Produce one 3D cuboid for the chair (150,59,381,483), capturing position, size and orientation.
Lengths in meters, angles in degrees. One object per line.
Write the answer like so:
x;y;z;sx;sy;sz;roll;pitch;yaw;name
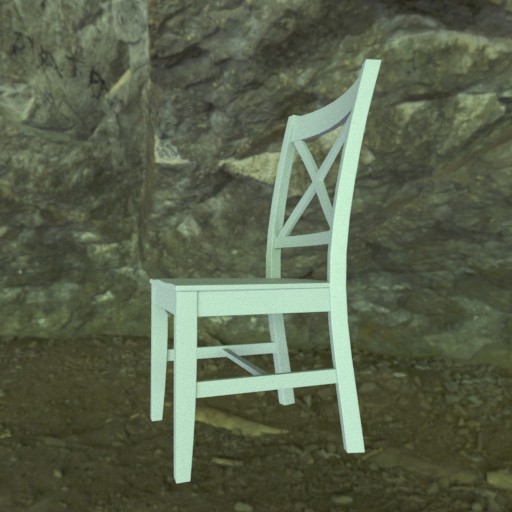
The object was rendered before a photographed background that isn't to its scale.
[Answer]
0.000;0.000;1.247;0.542;0.983;0.485;0;-1;-20;chair
